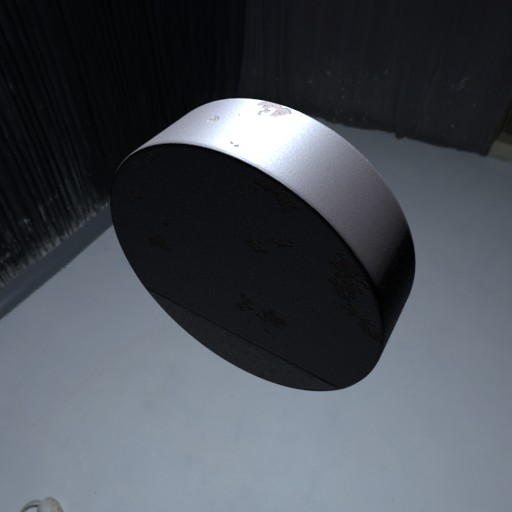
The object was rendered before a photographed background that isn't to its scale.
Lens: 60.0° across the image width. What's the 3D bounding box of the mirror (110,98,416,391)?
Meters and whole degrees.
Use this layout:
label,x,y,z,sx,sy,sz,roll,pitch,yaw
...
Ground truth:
label,x,y,z,sx,sy,sz,roll,pitch,yaw
mirror,0.000,0.000,0.582,0.386,0.386,0.126,24,51,21
